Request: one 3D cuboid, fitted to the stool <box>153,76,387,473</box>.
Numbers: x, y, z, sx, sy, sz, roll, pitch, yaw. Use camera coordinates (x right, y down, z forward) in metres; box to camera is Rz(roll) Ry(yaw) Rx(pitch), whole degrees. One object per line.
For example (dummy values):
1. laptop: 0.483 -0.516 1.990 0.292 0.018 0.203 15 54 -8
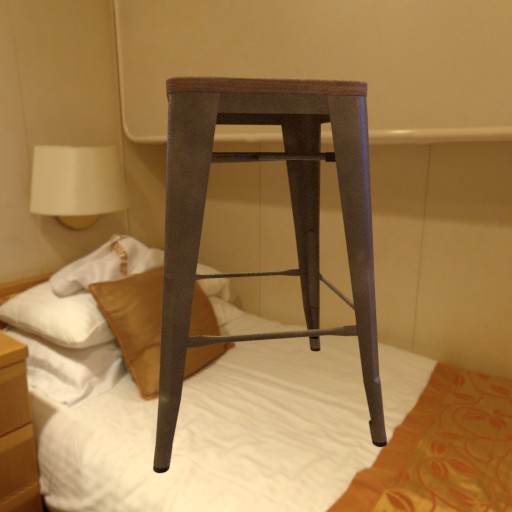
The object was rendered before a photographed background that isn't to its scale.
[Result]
1. stool: 0.000 0.000 0.869 0.407 0.607 0.407 -2 14 -10
